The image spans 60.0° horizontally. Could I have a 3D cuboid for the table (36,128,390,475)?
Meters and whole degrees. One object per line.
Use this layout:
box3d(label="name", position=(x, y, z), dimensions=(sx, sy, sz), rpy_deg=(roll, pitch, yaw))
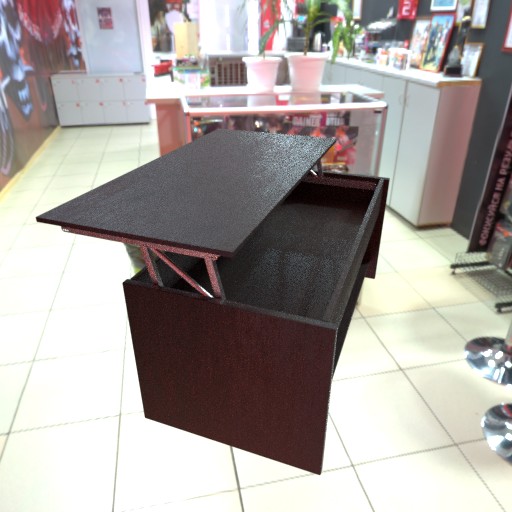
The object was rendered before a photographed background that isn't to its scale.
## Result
box3d(label="table", position=(0.000, 0.000, 1.458), dimensions=(0.712, 0.570, 1.000), rpy_deg=(10, 30, 18))
